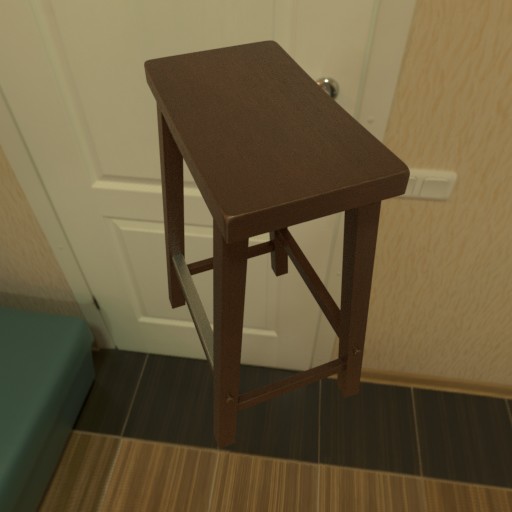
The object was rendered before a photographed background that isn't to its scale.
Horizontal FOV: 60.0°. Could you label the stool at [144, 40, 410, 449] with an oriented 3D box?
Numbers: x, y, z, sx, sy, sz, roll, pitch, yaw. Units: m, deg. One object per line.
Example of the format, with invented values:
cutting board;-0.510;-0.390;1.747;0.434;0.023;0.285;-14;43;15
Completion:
stool;0.000;0.000;0.836;0.322;0.610;0.406;-16;49;-15
